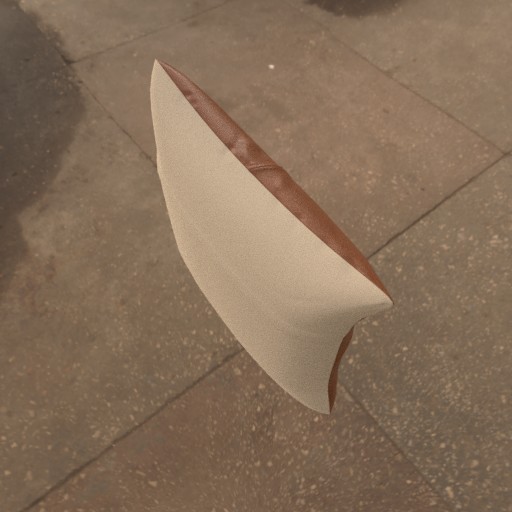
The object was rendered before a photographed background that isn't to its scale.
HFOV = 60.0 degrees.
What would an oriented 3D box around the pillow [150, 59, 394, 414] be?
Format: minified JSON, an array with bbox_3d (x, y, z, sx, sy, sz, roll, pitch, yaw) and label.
[{"bbox_3d":[0.000,0.000,0.755,0.192,0.477,0.501,-31,62,-18],"label":"pillow"}]
